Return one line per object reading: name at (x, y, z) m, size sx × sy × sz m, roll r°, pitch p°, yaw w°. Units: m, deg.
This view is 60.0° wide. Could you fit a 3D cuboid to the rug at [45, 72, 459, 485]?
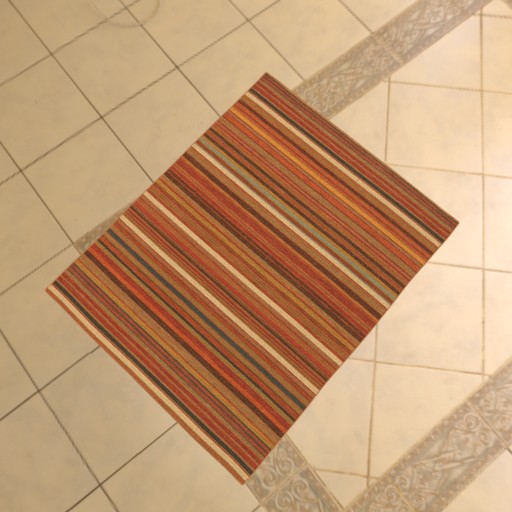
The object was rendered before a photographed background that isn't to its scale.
rug at (0.000, 0.000, 4.143) m, size 2.479 × 0.023 × 3.092 m, roll 41°, pitch 80°, yaw 9°
